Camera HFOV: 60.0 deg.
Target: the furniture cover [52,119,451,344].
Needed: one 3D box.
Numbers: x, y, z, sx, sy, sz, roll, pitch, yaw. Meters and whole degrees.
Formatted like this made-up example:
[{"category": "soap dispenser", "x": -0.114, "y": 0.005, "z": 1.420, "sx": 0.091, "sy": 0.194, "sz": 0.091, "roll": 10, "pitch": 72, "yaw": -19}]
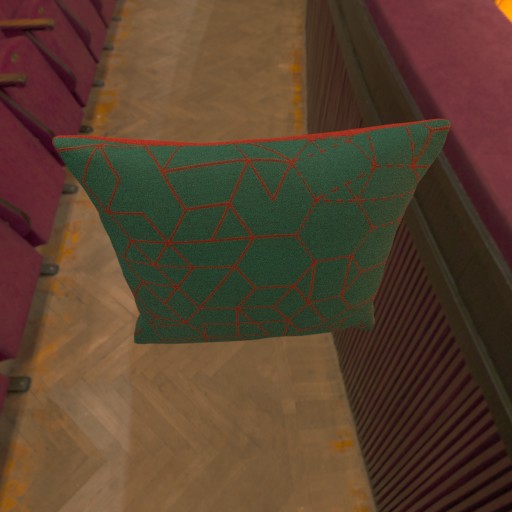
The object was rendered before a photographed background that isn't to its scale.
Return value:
[{"category": "furniture cover", "x": 0.000, "y": 0.000, "z": 0.762, "sx": 0.517, "sy": 0.508, "sz": 0.158, "roll": -4, "pitch": 50, "yaw": -3}]
